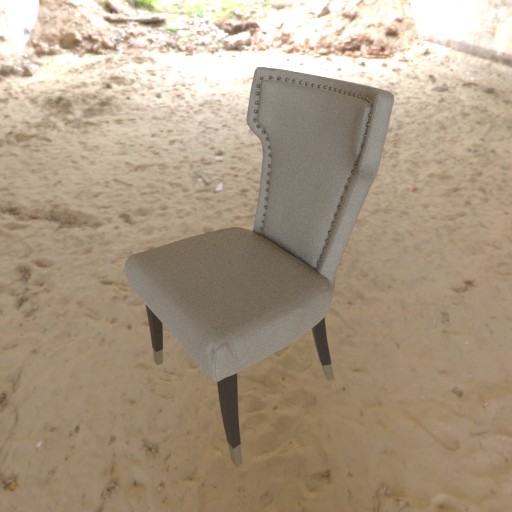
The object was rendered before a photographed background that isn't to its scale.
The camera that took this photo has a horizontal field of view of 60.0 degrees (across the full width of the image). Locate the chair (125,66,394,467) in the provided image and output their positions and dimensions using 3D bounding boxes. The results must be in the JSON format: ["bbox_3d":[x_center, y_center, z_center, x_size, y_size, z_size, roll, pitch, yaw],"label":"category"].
[{"bbox_3d":[0.000,0.000,1.311,0.630,0.955,0.526,-22,38,-31],"label":"chair"}]
